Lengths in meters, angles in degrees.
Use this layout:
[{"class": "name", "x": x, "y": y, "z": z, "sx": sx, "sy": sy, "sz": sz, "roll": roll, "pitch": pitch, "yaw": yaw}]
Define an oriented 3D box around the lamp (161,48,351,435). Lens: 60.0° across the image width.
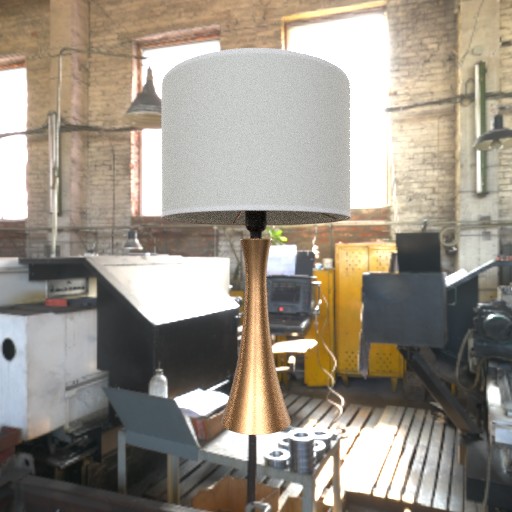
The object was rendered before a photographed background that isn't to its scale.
[{"class": "lamp", "x": 0.000, "y": 0.000, "z": 0.642, "sx": 0.268, "sy": 0.479, "sz": 0.268, "roll": 0, "pitch": 0, "yaw": -17}]
